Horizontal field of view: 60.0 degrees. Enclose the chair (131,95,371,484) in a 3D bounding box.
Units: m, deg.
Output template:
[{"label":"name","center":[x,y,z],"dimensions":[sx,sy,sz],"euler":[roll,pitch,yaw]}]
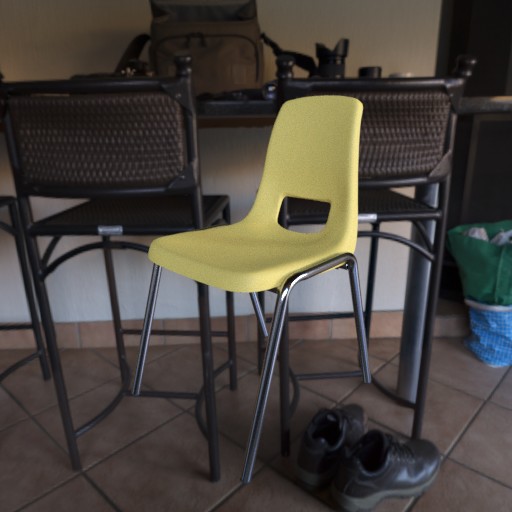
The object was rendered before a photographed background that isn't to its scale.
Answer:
[{"label":"chair","center":[0.000,0.000,0.937],"dimensions":[0.381,0.653,0.436],"euler":[16,23,42]}]
